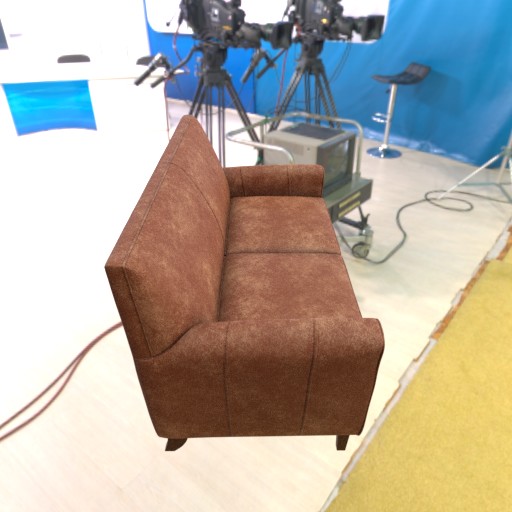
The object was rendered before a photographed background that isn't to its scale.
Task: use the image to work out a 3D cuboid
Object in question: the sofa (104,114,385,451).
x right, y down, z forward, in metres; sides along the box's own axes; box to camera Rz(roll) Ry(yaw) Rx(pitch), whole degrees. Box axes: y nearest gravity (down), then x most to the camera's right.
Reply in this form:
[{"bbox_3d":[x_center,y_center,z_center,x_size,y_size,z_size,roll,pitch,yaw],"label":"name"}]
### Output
[{"bbox_3d":[0.000,0.000,1.973,0.787,0.871,1.473,0,32,0],"label":"sofa"}]
